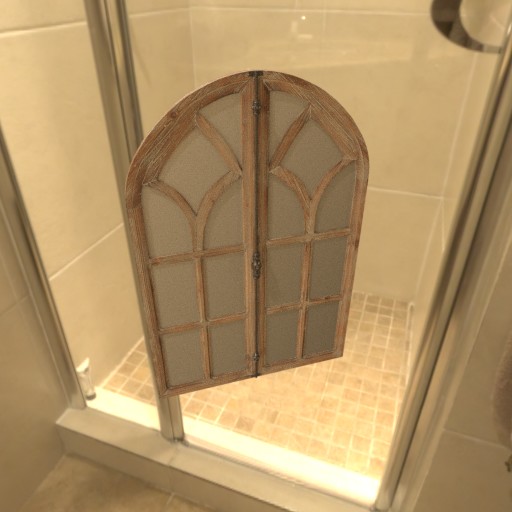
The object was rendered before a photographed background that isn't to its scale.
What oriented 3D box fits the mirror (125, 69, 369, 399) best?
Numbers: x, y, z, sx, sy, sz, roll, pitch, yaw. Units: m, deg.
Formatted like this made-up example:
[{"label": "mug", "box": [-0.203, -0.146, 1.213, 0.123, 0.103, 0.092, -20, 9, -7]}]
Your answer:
[{"label": "mirror", "box": [0.000, 0.000, 1.168, 0.609, 0.915, 0.032, -9, 34, -14]}]
